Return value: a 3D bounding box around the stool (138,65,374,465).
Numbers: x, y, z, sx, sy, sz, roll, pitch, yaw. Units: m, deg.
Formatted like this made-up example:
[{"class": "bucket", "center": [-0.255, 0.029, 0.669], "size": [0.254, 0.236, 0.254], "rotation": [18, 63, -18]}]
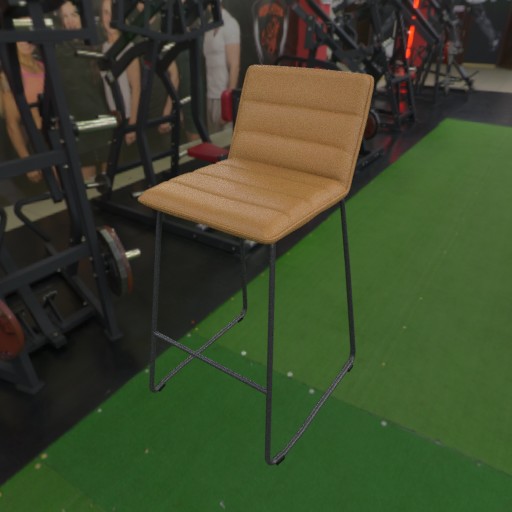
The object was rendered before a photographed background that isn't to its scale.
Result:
[{"class": "stool", "center": [0.000, 0.000, 1.248], "size": [0.489, 0.936, 0.524], "rotation": [19, 35, 30]}]
